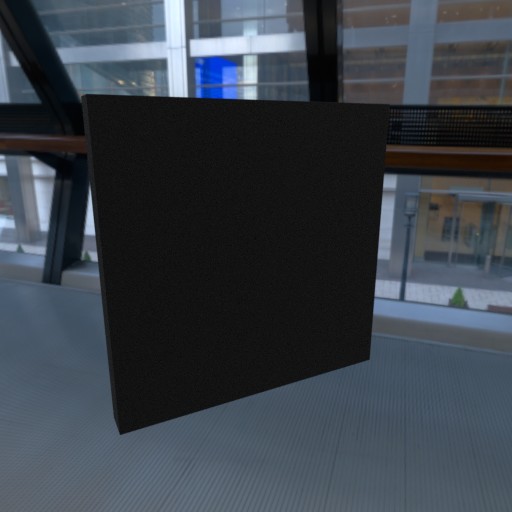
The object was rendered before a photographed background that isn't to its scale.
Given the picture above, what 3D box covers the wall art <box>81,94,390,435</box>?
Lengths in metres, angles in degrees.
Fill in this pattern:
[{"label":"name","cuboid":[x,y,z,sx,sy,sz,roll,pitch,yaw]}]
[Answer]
[{"label":"wall art","cuboid":[0.000,0.000,0.461,0.308,0.305,0.030,-8,18,-27]}]
